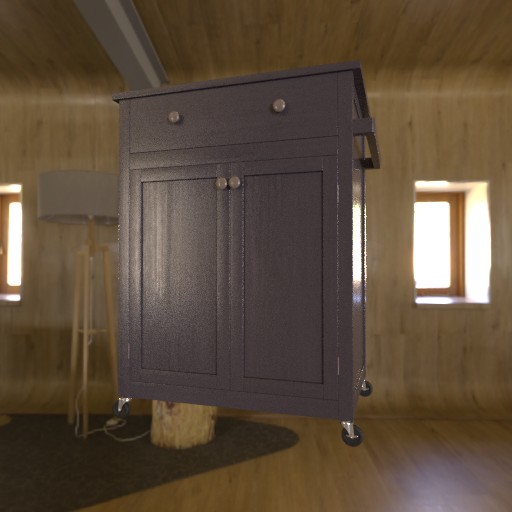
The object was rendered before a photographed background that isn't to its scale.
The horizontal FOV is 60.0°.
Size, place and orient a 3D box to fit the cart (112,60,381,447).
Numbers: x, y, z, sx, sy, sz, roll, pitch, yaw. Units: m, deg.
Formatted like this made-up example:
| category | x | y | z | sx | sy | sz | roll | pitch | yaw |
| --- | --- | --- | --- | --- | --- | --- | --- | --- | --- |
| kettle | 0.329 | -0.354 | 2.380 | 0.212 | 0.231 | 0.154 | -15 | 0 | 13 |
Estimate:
| category | x | y | z | sx | sy | sz | roll | pitch | yaw |
| --- | --- | --- | --- | --- | --- | --- | --- | --- | --- |
| cart | 0.000 | 0.000 | 1.293 | 0.690 | 0.878 | 0.449 | 0 | -1 | 18 |
